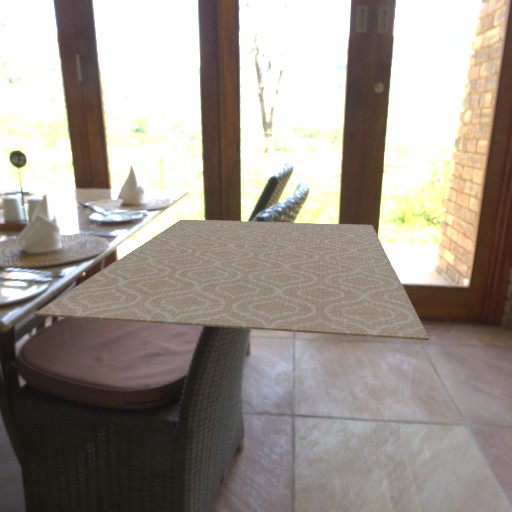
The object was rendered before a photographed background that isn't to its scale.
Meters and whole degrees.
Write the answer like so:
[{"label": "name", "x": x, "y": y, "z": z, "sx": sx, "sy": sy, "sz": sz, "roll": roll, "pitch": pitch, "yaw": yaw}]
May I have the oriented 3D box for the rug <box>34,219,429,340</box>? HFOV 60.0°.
[{"label": "rug", "x": 0.000, "y": 0.000, "z": 3.889, "sx": 2.286, "sy": 0.013, "sz": 2.894, "roll": 2, "pitch": 16, "yaw": 8}]
